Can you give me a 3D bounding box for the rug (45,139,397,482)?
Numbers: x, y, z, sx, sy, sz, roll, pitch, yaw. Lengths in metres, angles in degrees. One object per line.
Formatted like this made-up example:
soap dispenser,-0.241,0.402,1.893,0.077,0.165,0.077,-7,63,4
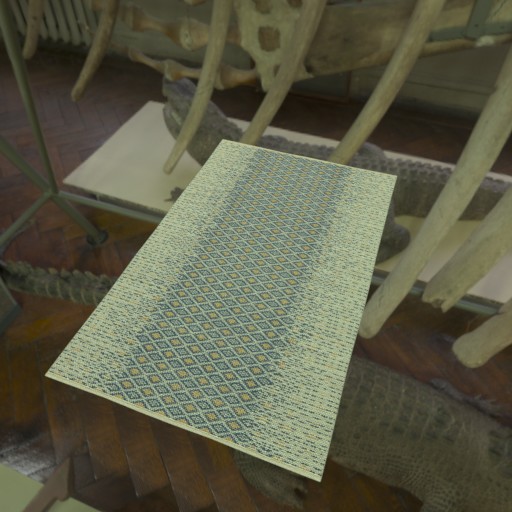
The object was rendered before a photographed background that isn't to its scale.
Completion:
rug,0.000,0.000,3.001,1.541,0.008,2.448,15,49,14
